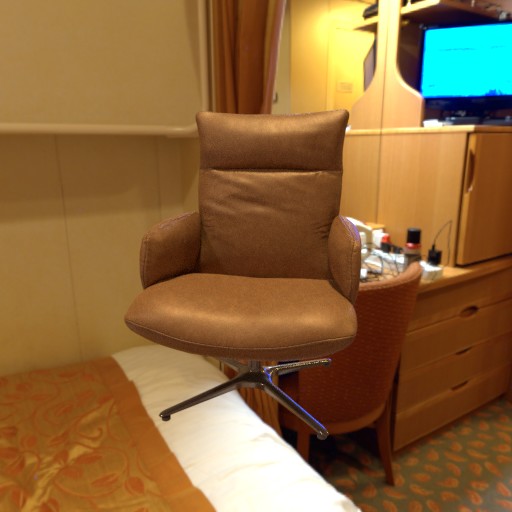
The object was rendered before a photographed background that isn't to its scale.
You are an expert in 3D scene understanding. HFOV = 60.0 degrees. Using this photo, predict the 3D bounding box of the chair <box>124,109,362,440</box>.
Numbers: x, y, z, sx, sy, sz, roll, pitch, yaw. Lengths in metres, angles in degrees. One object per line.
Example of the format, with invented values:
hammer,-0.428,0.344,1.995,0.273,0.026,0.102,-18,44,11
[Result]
chair,0.000,0.000,1.567,0.711,1.027,0.794,3,14,10
